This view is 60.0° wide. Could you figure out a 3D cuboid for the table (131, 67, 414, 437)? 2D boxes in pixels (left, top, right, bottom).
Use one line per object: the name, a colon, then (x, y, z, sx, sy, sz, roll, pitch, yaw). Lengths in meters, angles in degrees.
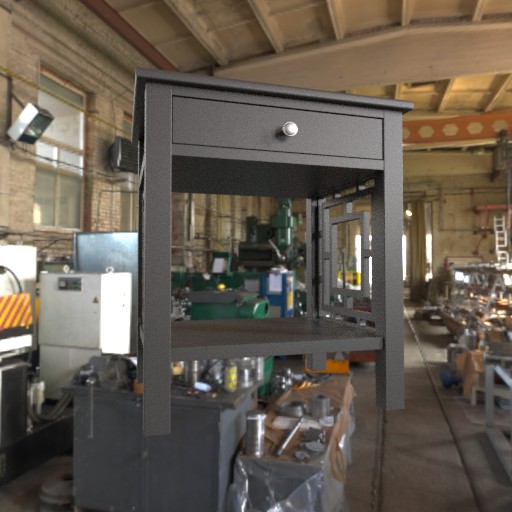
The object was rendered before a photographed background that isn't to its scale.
table: (0.000, 0.000, 1.048, 0.564, 0.646, 0.451, 0, -1, -17)
